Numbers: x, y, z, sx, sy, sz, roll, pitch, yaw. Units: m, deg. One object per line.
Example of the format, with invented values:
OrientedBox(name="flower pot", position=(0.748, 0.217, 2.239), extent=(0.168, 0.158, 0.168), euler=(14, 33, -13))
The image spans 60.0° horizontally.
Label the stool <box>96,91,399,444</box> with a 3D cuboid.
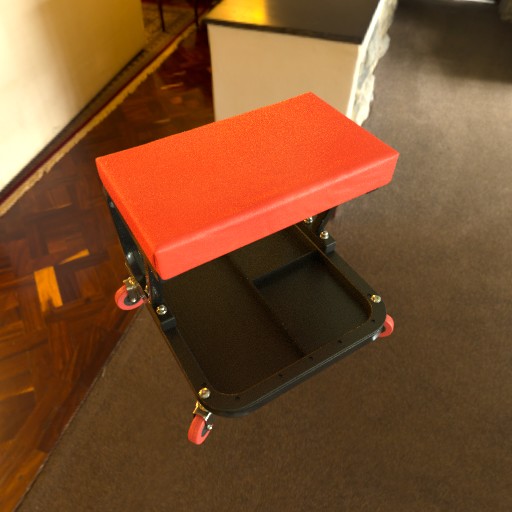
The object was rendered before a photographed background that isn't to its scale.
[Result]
OrientedBox(name="stool", position=(0.000, 0.000, 0.739), extent=(0.446, 0.380, 0.371), euler=(-24, 52, -21))
